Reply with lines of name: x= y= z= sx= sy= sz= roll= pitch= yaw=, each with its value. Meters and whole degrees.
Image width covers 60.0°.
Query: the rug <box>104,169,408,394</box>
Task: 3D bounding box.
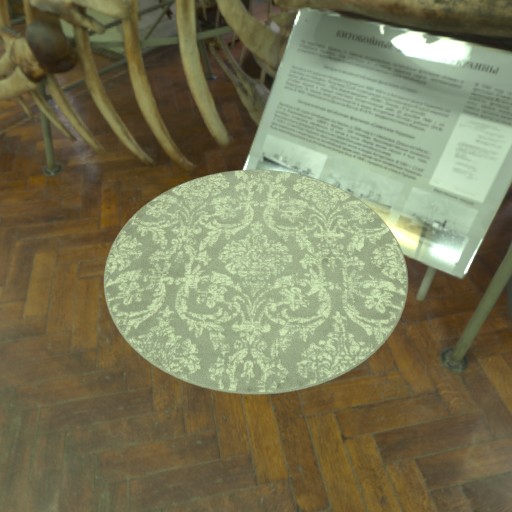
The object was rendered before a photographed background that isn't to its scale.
rug: x=0.000 y=0.000 z=2.385 sx=1.593 sy=0.012 sz=1.593 roll=0 pitch=46 yaw=0
